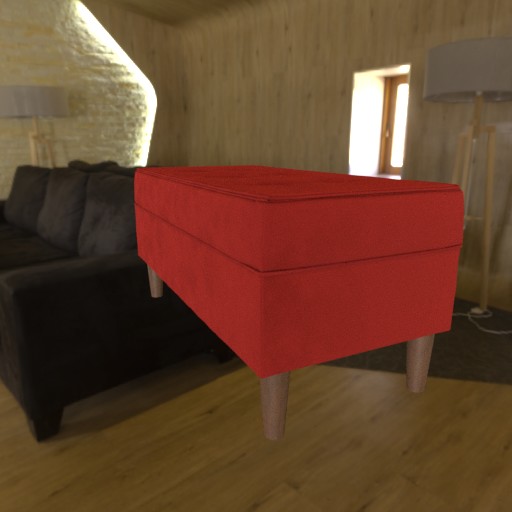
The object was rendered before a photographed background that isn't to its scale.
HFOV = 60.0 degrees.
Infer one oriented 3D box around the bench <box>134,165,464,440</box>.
[{"bbox_3d":[0.000,0.000,1.290,0.492,0.471,1.016,-7,16,-26],"label":"bench"}]
